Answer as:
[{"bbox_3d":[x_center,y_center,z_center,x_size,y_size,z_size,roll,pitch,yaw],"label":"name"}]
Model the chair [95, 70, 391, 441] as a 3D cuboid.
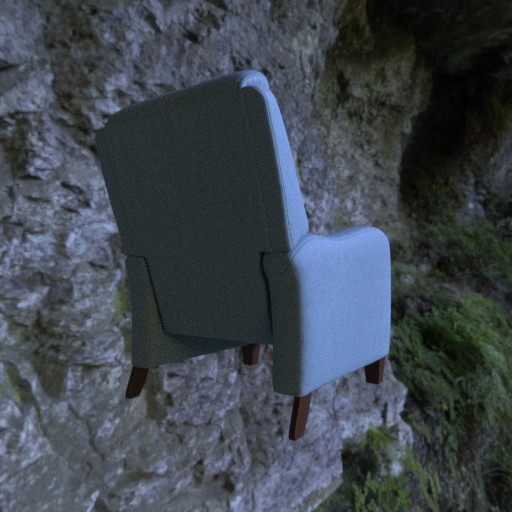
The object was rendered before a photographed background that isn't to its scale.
[{"bbox_3d":[0.000,0.000,1.737,0.785,1.067,0.988,-1,-2,35],"label":"chair"}]
